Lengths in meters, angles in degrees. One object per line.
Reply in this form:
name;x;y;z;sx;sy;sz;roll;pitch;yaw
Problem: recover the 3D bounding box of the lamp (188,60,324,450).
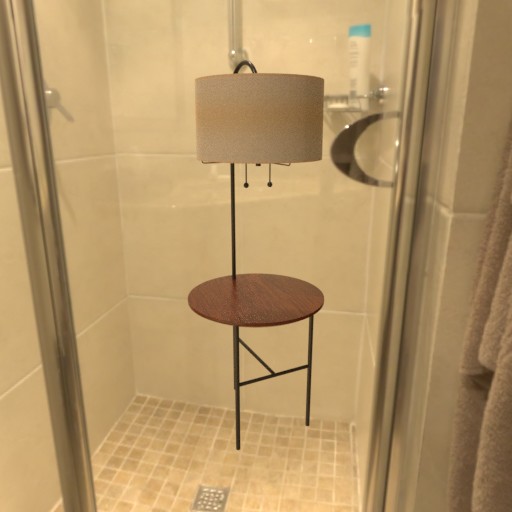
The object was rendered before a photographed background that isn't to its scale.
lamp;0.000;0.000;1.832;0.573;1.517;0.573;0;16;0
